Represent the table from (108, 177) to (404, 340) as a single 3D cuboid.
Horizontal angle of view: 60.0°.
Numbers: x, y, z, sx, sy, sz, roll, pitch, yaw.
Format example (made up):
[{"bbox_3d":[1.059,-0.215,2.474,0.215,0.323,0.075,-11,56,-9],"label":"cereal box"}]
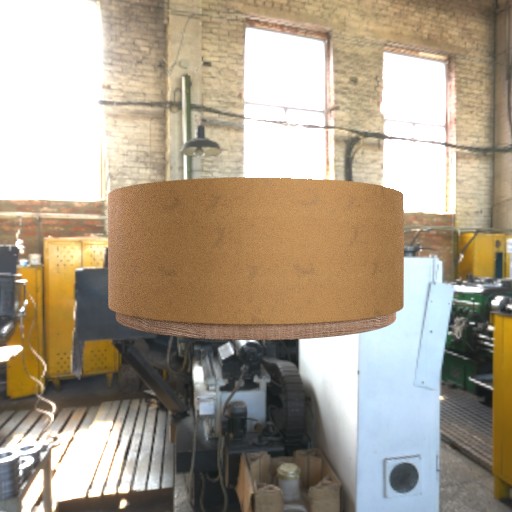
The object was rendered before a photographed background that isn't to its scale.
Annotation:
[{"bbox_3d":[0.000,0.000,1.581,1.001,0.409,1.001,0,1,0],"label":"table"}]
